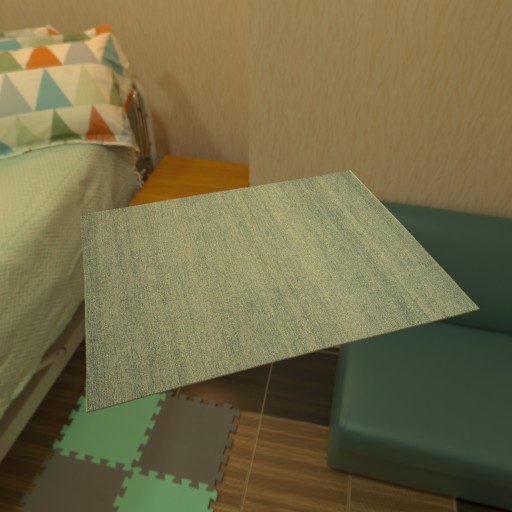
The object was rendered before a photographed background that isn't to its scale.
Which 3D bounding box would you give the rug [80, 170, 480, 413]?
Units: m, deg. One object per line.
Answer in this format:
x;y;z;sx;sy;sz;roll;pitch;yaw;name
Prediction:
0.000;0.000;4.283;3.237;0.046;2.461;-11;42;-13;rug
